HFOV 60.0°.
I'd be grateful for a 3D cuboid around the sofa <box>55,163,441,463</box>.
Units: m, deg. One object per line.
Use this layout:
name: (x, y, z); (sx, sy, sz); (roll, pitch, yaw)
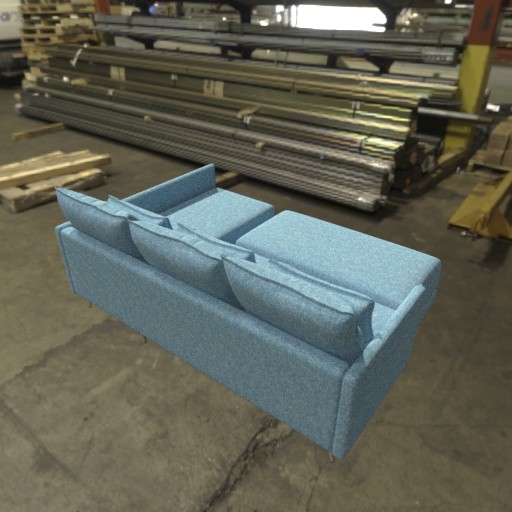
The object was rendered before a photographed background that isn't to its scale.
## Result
sofa: (0.000, 0.000, 2.744); (2.034, 0.899, 1.420); (22, 38, 31)
